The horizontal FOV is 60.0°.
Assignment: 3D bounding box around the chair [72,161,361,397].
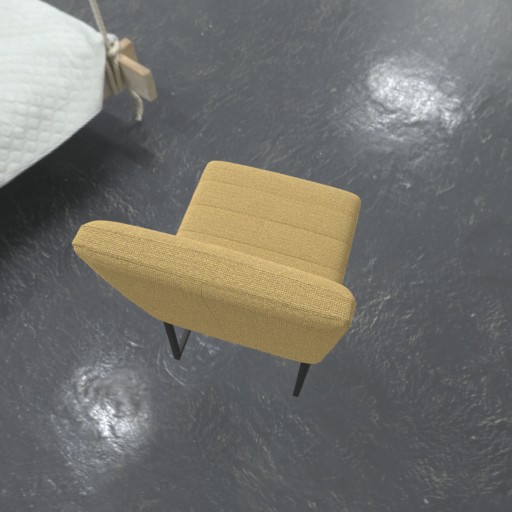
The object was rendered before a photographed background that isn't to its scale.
[{"bbox_3d":[0.000,0.000,1.279,0.520,0.930,0.634,15,63,8],"label":"chair"}]
